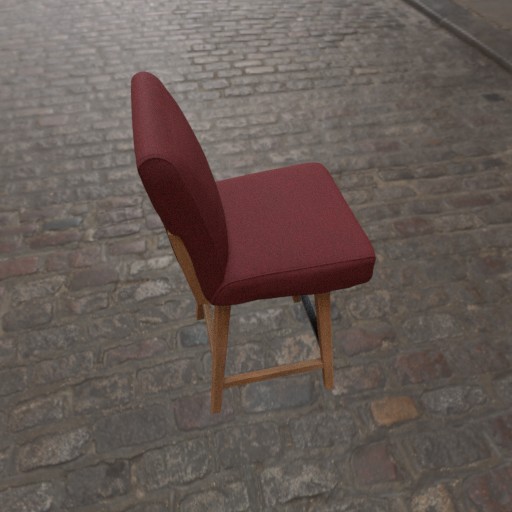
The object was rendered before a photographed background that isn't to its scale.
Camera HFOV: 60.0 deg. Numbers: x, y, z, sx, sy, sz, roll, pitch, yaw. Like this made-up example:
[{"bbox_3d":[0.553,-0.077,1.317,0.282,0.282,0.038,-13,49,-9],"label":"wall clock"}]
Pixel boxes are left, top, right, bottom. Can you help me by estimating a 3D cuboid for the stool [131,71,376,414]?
[{"bbox_3d":[0.000,0.000,1.363,0.562,1.038,0.468,-9,46,-9],"label":"stool"}]
